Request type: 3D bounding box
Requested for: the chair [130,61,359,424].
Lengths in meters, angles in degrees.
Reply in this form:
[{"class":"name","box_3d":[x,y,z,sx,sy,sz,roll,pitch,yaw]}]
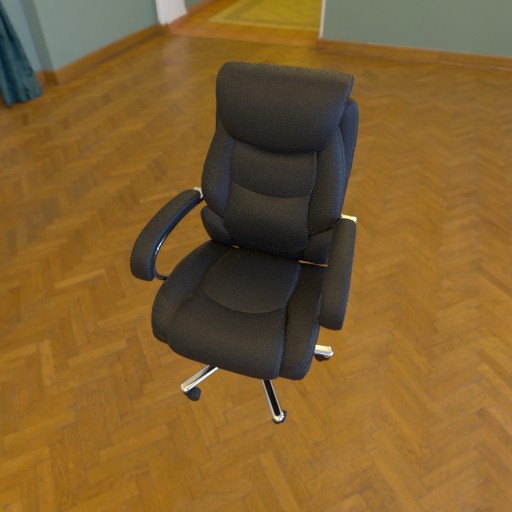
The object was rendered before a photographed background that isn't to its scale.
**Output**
[{"class":"chair","box_3d":[0.000,0.000,1.692,0.755,1.183,0.790,13,43,14]}]
